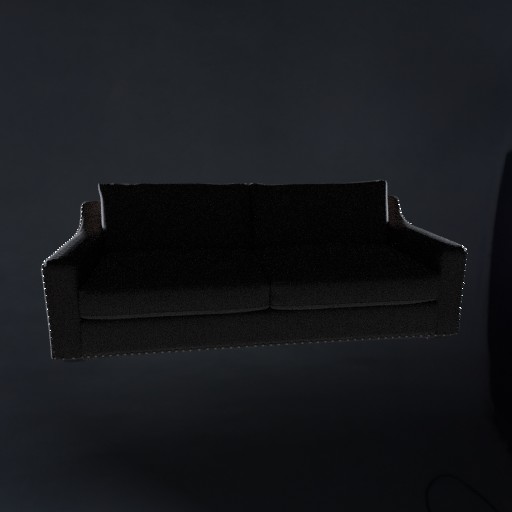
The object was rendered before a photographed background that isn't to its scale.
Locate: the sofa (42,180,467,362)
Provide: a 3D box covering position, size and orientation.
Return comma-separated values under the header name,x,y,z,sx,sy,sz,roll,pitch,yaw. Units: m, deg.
name,x,y,z,sx,sy,sz,roll,pitch,yaw
sofa,0.000,0.000,2.721,2.208,0.857,1.000,-2,15,-8
